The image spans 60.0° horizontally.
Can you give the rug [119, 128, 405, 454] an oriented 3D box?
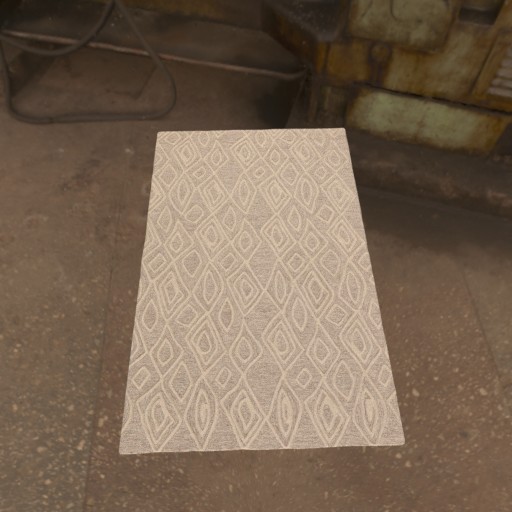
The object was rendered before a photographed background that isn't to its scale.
[{"bbox_3d":[0.000,0.000,3.012,1.546,0.010,2.442,-1,58,-1],"label":"rug"}]
